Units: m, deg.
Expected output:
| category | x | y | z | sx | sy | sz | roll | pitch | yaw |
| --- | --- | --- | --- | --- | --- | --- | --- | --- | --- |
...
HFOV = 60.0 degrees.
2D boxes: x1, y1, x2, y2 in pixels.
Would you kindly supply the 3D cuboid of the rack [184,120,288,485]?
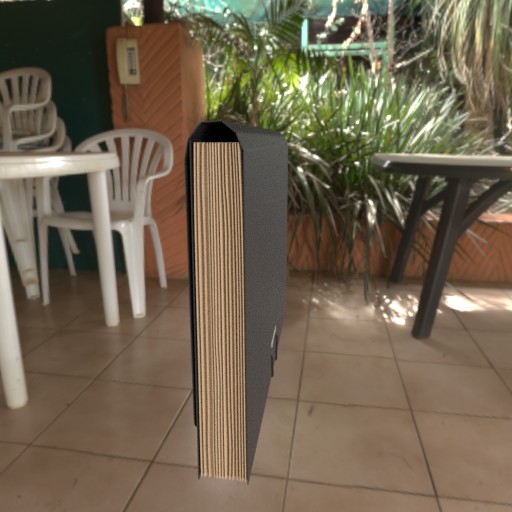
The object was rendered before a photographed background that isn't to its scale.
| category | x | y | z | sx | sy | sz | roll | pitch | yaw |
| --- | --- | --- | --- | --- | --- | --- | --- | --- | --- |
| rack | 0.000 | 0.000 | 0.434 | 0.041 | 0.241 | 0.330 | 2 | 15 | 8 |
